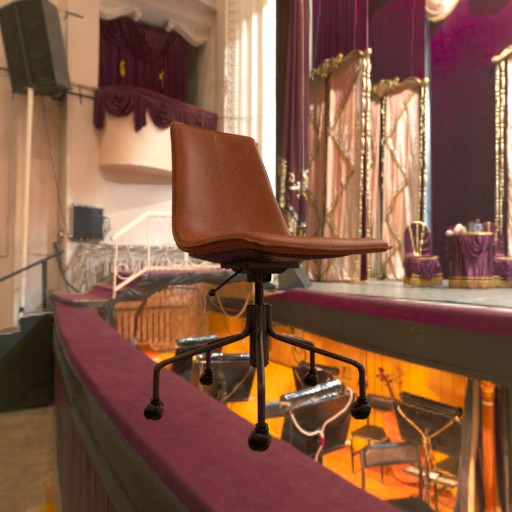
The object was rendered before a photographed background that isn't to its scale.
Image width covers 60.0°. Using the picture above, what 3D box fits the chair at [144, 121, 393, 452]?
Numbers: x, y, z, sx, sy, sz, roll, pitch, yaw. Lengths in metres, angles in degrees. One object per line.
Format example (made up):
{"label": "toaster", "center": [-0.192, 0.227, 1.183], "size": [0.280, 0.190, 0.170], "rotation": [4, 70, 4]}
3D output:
{"label": "chair", "center": [0.000, 0.000, 1.354], "size": [0.651, 0.920, 0.660], "rotation": [1, -1, -35]}
